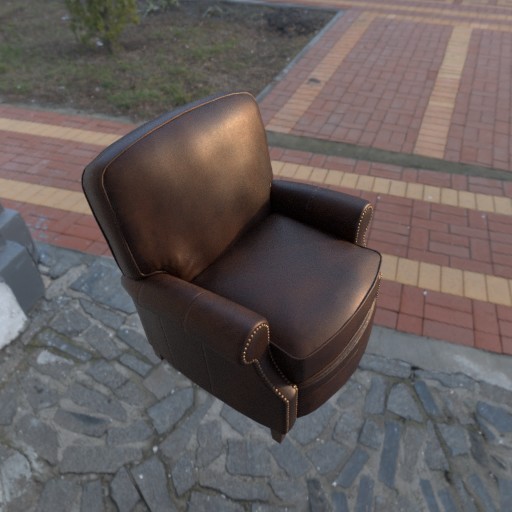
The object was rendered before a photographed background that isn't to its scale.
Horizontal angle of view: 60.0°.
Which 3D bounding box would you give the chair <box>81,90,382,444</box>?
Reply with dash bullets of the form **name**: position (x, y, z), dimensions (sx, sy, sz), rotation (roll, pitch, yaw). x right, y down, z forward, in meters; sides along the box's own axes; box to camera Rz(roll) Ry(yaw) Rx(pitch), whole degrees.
- **chair**: position (0.000, 0.000, 1.749), dimensions (0.986, 1.018, 0.936), rotation (26, 48, 26)
